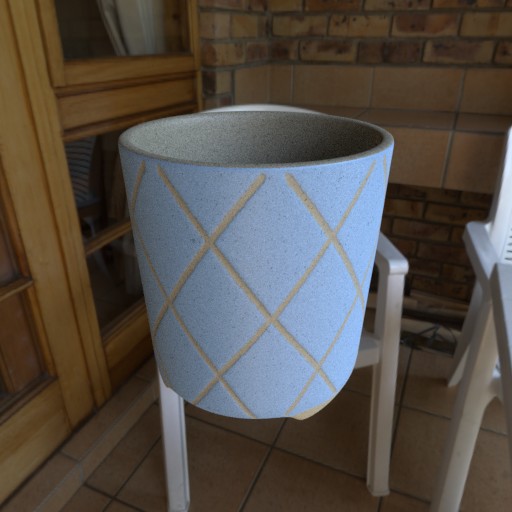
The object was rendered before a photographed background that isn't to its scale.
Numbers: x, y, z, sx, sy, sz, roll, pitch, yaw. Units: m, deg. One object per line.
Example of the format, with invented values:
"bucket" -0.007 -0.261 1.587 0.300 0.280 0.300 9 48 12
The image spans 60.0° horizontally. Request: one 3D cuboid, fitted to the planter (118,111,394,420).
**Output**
"planter" 0.000 0.000 0.361 0.191 0.200 0.191 0 27 0
